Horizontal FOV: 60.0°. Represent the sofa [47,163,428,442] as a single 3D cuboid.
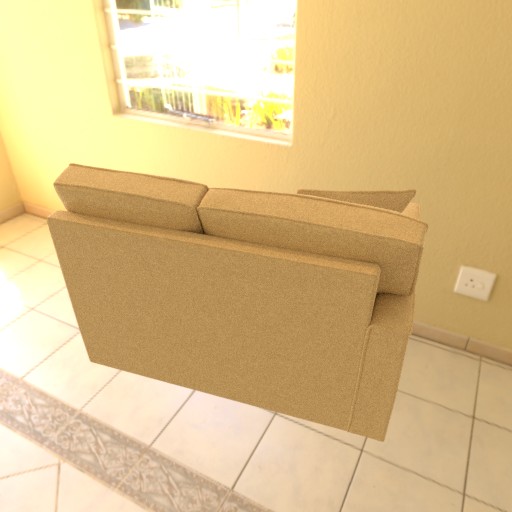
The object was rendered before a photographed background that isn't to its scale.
[{"bbox_3d":[0.000,0.000,2.052,1.388,0.989,0.991,10,35,15],"label":"sofa"}]
